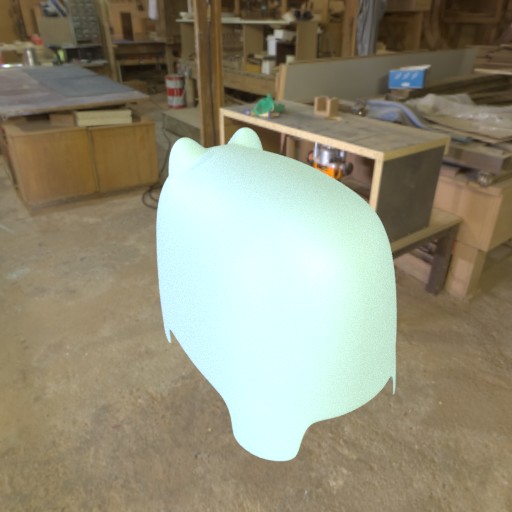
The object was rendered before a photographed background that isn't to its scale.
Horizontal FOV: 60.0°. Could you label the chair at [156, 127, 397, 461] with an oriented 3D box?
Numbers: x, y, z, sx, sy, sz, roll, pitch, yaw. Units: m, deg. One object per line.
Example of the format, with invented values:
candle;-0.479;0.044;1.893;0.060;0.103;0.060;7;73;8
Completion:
chair;0.000;0.000;0.873;0.364;0.423;0.619;-19;35;-29
